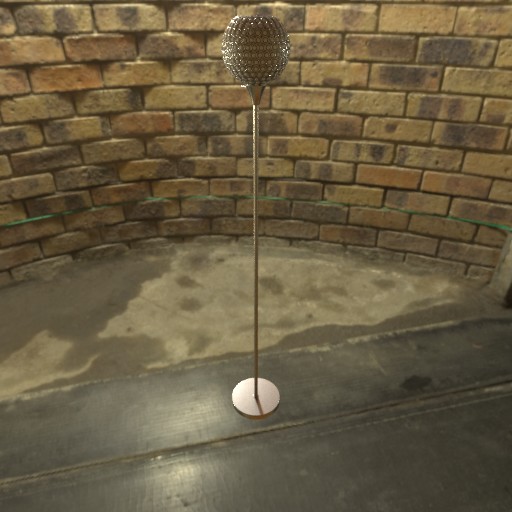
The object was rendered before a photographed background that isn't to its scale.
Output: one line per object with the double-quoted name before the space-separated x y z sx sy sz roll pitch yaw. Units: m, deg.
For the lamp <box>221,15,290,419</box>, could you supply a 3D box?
"lamp" 0.000 0.000 1.895 0.254 1.805 0.254 0 32 0
